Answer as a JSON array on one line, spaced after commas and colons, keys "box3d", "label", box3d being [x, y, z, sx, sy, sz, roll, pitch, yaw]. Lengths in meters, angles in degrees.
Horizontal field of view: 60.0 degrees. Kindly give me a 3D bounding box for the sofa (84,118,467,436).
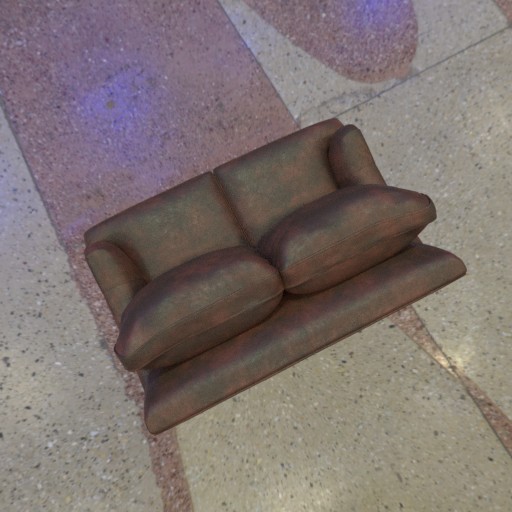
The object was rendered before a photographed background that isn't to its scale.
[{"box3d": [0.000, 0.000, 2.389, 1.628, 1.070, 1.148, -26, 79, -6], "label": "sofa"}]
